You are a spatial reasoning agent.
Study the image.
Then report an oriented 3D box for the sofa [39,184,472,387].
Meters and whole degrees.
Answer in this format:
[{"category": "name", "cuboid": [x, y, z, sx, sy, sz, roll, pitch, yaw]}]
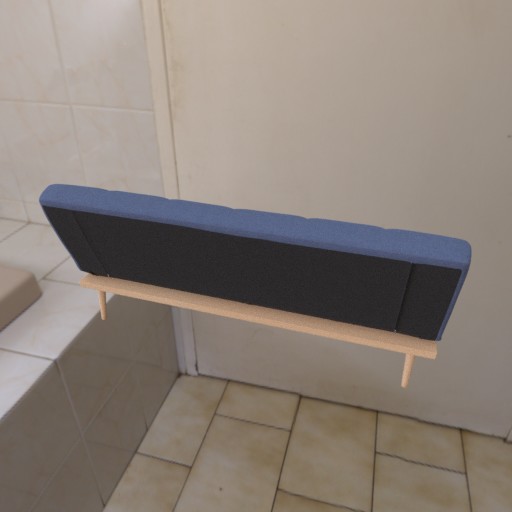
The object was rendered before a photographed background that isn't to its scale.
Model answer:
[{"category": "sofa", "cuboid": [0.000, 0.000, 2.220, 1.800, 0.800, 0.796, 9, 33, 15]}]
